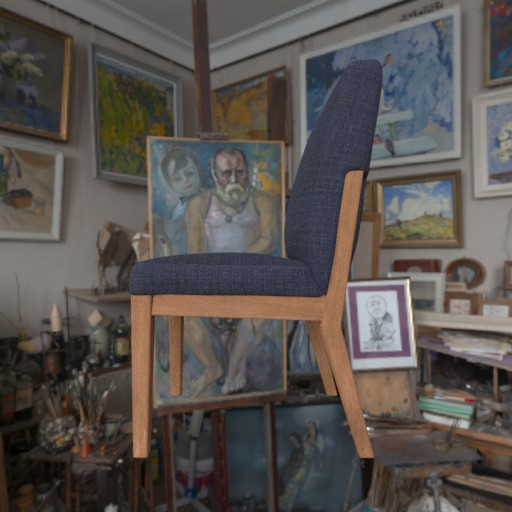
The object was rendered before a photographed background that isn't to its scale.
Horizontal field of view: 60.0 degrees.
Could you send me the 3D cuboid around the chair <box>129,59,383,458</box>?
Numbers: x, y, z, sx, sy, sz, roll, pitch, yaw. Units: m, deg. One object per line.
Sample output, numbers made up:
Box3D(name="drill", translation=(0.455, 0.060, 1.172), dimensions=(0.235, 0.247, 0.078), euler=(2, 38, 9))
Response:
Box3D(name="chair", translation=(0.000, 0.000, 1.236), dimensions=(0.586, 0.911, 0.507), euler=(0, 0, 0))
